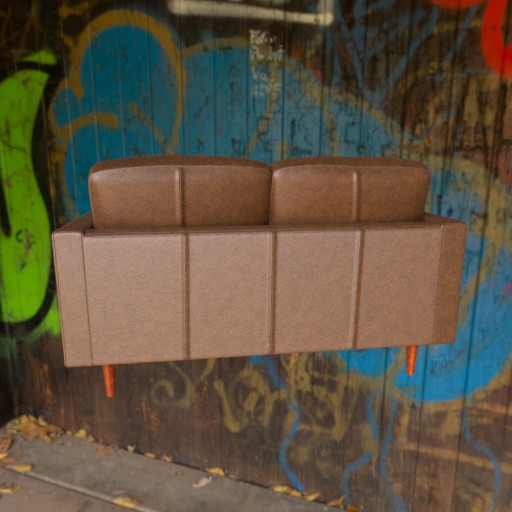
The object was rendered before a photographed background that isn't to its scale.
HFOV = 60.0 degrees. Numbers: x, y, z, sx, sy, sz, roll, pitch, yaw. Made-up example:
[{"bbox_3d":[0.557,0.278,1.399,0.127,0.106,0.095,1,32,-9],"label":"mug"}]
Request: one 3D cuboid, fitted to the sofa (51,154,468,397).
[{"bbox_3d":[0.000,0.000,2.136,1.578,0.951,0.909,-2,13,-8],"label":"sofa"}]
